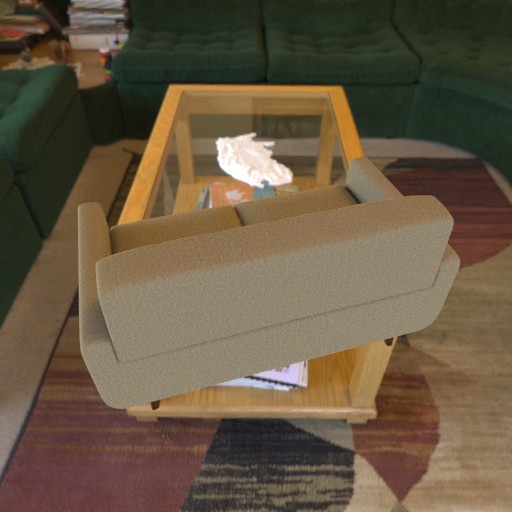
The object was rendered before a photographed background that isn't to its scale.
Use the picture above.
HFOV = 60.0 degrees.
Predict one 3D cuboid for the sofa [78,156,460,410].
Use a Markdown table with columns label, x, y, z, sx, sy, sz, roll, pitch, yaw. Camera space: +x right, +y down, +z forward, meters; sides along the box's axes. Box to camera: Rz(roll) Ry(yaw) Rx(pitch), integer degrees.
| label | x | y | z | sx | sy | sz | roll | pitch | yaw |
| --- | --- | --- | --- | --- | --- | --- | --- | --- | --- |
| sofa | 0.000 | 0.000 | 2.244 | 1.651 | 0.925 | 0.952 | -12 | 45 | -12 |
